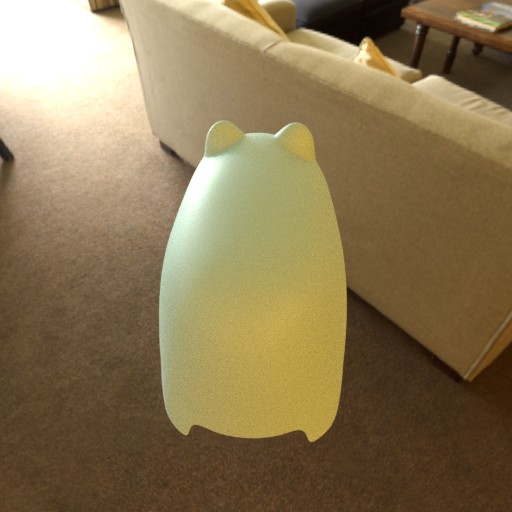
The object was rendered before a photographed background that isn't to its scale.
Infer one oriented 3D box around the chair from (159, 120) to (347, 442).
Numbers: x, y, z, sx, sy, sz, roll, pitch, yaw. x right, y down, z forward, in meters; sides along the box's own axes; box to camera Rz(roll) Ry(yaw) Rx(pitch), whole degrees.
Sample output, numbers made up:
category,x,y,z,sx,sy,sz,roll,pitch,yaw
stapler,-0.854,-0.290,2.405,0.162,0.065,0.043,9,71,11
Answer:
category,x,y,z,sx,sy,sz,roll,pitch,yaw
chair,0.000,0.000,0.881,0.364,0.423,0.619,2,47,2
